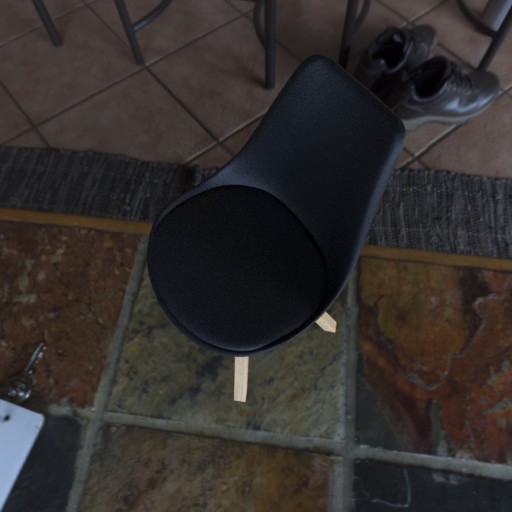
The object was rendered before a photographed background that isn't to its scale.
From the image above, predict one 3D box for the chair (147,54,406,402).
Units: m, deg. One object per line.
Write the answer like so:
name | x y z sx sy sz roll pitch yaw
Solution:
chair | 0.000 0.000 1.165 0.549 0.850 0.485 -34 69 -15
